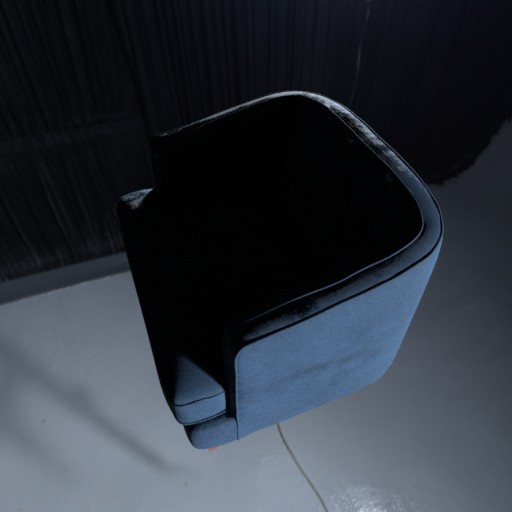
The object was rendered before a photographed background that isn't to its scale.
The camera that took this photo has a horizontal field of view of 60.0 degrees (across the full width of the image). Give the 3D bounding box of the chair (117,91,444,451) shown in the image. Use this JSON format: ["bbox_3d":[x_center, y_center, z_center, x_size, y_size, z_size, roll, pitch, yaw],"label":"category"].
[{"bbox_3d":[0.000,0.000,1.723,0.940,0.852,1.094,-16,49,-14],"label":"chair"}]
